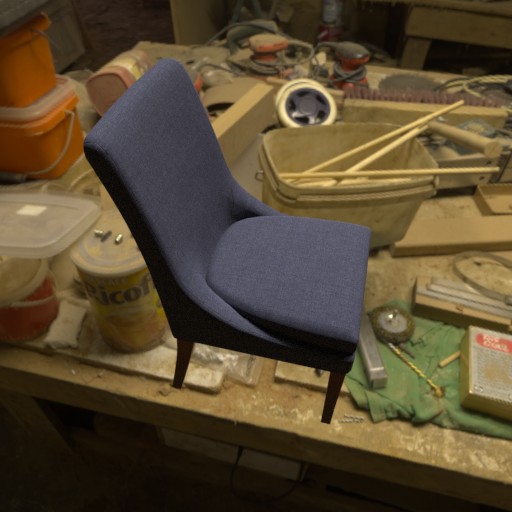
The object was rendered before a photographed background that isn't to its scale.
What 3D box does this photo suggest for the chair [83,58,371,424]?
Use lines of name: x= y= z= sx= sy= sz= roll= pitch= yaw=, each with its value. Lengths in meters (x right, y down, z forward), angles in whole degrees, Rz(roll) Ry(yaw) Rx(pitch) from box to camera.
chair: x=0.000 y=0.000 z=1.325 sx=0.655 sy=0.952 sz=0.508 roll=11 pitch=47 yaw=10
